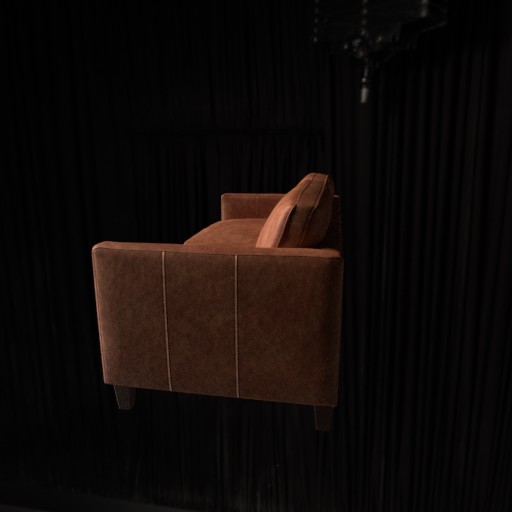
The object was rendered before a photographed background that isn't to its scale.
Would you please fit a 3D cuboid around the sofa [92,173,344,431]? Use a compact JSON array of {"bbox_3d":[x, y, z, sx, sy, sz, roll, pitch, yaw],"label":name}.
[{"bbox_3d":[0.000,0.000,2.487,0.923,0.863,1.971,2,14,10],"label":"sofa"}]
